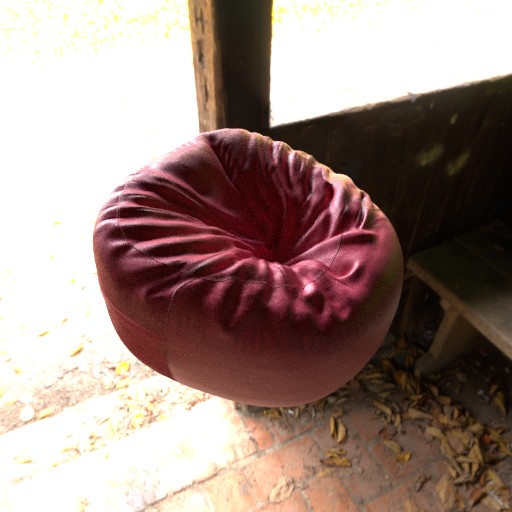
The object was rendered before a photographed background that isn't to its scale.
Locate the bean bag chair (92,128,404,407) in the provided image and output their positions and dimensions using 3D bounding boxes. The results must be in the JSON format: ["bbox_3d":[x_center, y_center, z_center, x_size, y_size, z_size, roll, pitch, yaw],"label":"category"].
[{"bbox_3d":[0.000,0.000,2.381,1.524,0.878,1.524,24,46,26],"label":"bean bag chair"}]
